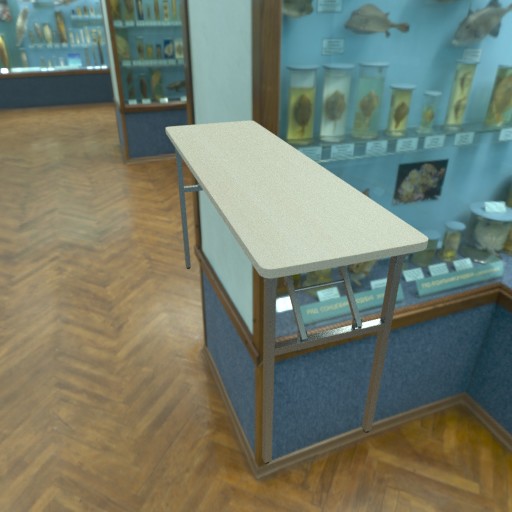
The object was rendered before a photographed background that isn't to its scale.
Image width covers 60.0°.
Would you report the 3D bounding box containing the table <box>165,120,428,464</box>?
[{"bbox_3d":[0.000,0.000,1.786,0.446,0.750,1.397,-10,31,-16],"label":"table"}]
